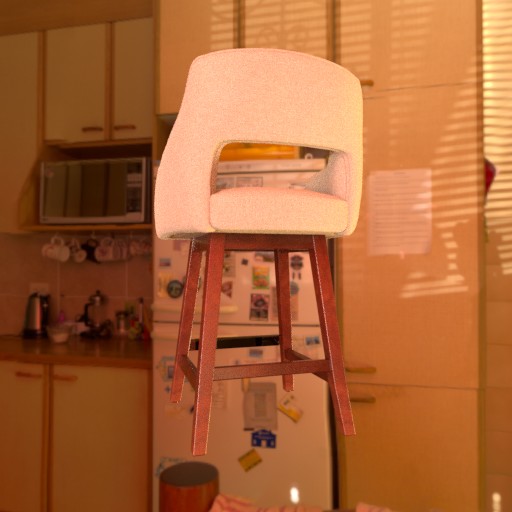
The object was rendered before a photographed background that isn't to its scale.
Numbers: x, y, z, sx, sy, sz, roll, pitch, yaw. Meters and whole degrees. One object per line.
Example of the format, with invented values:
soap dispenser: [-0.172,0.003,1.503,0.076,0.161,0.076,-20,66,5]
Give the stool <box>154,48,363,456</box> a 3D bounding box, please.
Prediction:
stool: [0.000,0.000,1.267,0.550,0.936,0.560,0,-1,-18]
